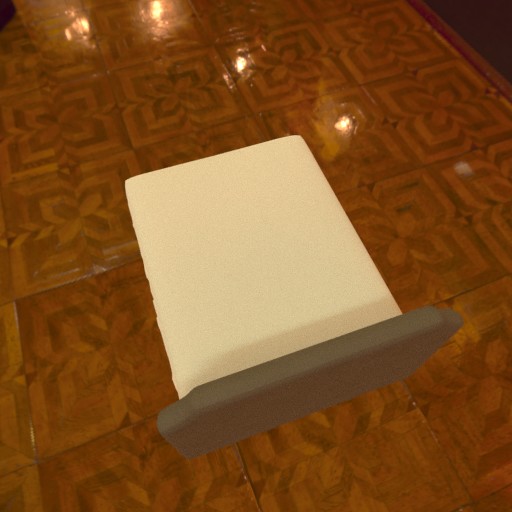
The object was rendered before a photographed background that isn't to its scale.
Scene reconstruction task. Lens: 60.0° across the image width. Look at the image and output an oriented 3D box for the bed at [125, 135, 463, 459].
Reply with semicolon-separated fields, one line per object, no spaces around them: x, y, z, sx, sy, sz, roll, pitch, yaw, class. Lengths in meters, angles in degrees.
0.000;0.000;3.299;1.831;1.297;2.181;-17;61;-10;bed
